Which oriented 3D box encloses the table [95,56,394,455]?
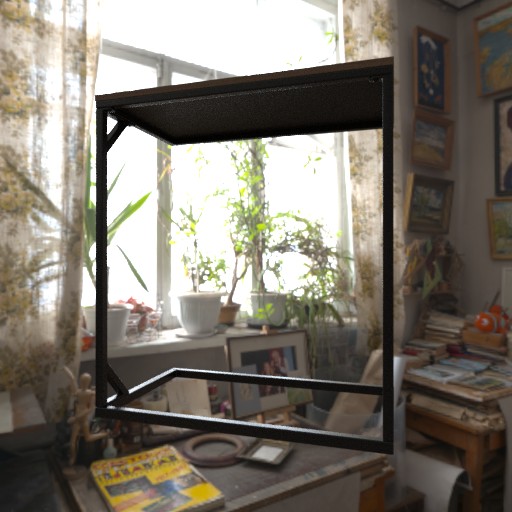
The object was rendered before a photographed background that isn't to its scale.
[{"bbox_3d":[0.000,0.000,1.003,0.597,0.673,0.351,0,0,17],"label":"table"}]
